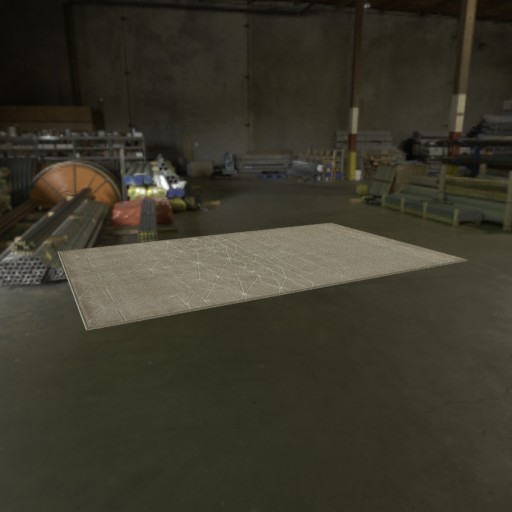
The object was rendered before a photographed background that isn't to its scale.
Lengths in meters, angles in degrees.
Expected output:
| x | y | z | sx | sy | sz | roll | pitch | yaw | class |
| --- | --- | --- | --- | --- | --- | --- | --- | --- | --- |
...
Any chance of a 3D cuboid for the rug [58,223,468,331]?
| x | y | z | sx | sy | sz | roll | pitch | yaw | class |
| --- | --- | --- | --- | --- | --- | --- | --- | --- | --- |
| 0.000 | 0.000 | 3.101 | 2.438 | 0.012 | 1.524 | -8 | 17 | -27 | rug |
